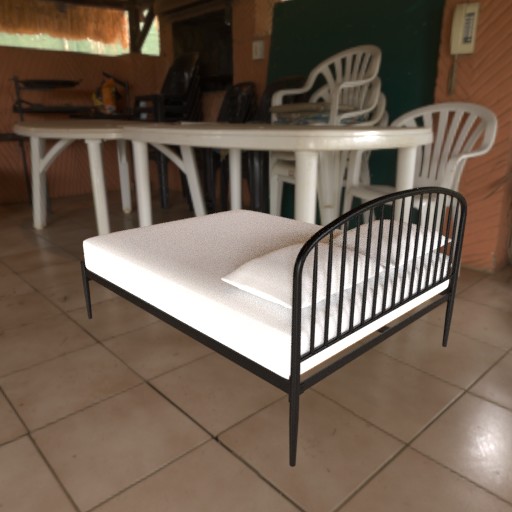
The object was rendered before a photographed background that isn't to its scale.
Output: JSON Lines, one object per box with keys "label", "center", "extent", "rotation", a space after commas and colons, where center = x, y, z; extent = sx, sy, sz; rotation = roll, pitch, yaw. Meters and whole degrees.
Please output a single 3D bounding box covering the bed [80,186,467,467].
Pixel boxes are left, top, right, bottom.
{"label": "bed", "center": [0.000, 0.000, 3.092], "extent": [1.618, 1.166, 2.159], "rotation": [-16, 24, -41]}
